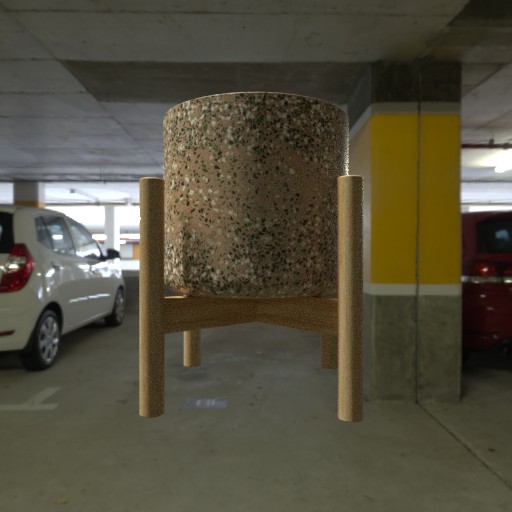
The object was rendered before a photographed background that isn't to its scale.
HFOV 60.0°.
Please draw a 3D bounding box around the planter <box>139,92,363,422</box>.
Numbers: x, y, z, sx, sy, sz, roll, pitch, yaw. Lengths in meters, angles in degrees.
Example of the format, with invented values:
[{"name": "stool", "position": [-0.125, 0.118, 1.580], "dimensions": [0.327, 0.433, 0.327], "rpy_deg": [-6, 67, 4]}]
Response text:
[{"name": "planter", "position": [0.000, 0.000, 0.543], "dimensions": [0.284, 0.320, 0.284], "rpy_deg": [0, 0, -19]}]
